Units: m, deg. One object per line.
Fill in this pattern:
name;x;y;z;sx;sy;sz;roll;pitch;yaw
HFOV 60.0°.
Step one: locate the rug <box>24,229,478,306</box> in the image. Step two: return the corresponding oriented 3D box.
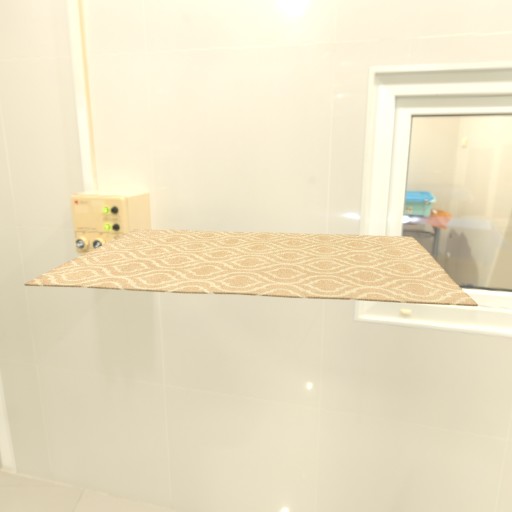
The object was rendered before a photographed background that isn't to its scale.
rug;0.000;0.000;2.229;1.761;0.013;1.152;2;15;7
